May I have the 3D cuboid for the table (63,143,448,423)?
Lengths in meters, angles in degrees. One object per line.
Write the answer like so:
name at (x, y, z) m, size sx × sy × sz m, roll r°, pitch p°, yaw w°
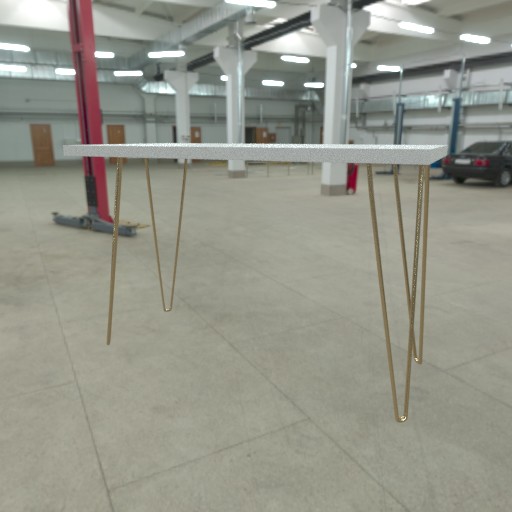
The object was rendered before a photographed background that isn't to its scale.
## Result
table at (0.000, 0.000, 1.362) m, size 0.991 × 0.660 × 0.498 m, roll 7°, pitch 17°, yaw 25°
